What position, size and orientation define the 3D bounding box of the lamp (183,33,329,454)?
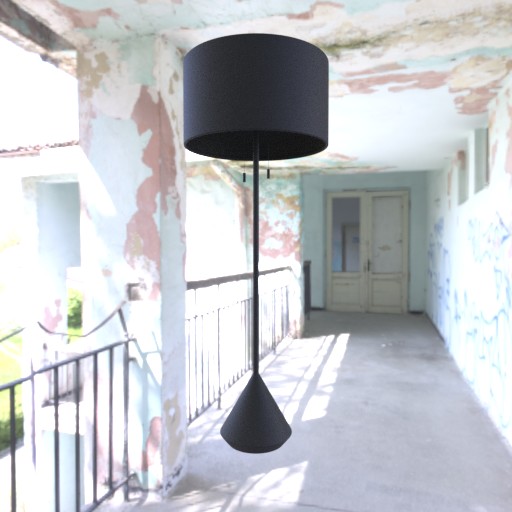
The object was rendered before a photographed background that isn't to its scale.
[{"bbox_3d":[0.000,0.000,1.808,0.580,1.526,0.580,0,2,18],"label":"lamp"}]
